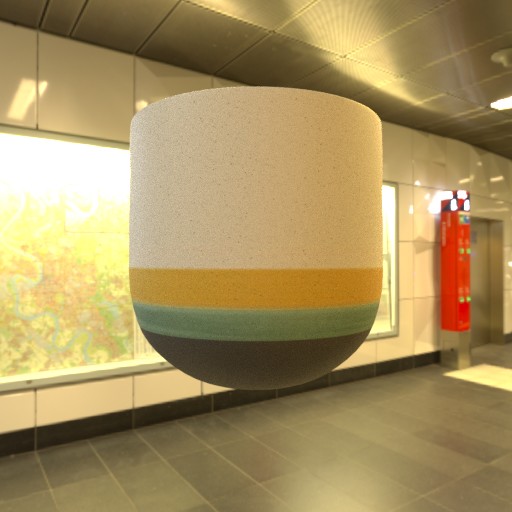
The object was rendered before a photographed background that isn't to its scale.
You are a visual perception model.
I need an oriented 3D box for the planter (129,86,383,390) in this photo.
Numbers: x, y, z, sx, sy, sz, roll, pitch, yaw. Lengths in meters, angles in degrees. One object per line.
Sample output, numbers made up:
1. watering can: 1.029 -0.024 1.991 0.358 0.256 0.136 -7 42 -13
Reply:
1. planter: 0.000 0.000 0.486 0.268 0.270 0.268 0 -1 0
